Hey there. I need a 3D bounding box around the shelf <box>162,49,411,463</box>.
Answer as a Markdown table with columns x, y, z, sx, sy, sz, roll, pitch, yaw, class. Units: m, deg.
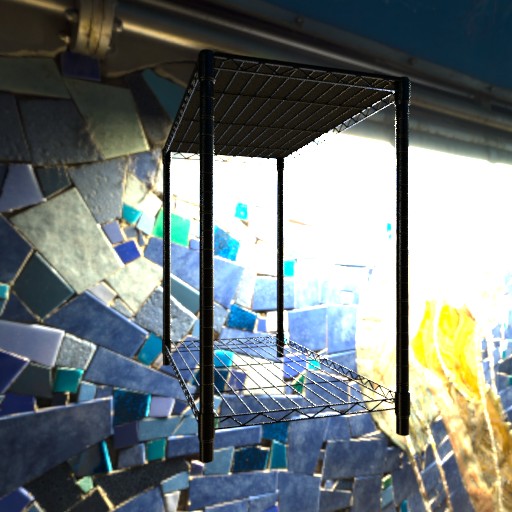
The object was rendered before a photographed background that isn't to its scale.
| x | y | z | sx | sy | sz | roll | pitch | yaw | class |
| --- | --- | --- | --- | --- | --- | --- | --- | --- | --- |
| 0.000 | 0.000 | 0.928 | 0.338 | 0.564 | 0.589 | 0 | 0 | -17 | shelf |
